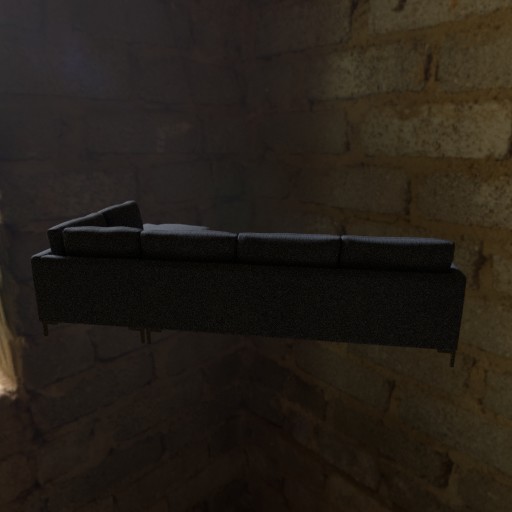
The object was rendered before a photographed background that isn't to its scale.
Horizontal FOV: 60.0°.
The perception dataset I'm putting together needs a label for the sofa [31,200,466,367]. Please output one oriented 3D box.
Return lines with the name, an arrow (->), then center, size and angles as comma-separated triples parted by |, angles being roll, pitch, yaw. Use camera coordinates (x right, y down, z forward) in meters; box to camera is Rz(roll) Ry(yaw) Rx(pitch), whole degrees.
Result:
sofa -> 0.000, 0.000, 3.877 | 2.949, 0.815, 2.007 | 2, 16, 9
